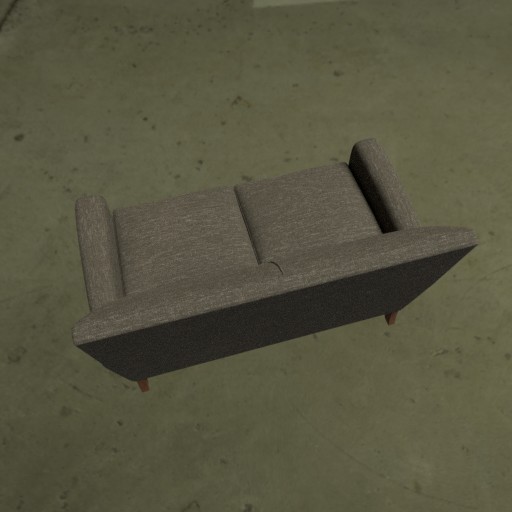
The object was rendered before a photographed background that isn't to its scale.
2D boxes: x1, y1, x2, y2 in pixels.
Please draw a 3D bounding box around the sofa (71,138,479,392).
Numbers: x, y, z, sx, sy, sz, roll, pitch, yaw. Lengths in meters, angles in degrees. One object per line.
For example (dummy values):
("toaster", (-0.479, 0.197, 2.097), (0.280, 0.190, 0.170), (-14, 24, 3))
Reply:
("sofa", (0.000, 0.000, 2.078), (1.509, 0.905, 0.867), (-13, 58, -8))
